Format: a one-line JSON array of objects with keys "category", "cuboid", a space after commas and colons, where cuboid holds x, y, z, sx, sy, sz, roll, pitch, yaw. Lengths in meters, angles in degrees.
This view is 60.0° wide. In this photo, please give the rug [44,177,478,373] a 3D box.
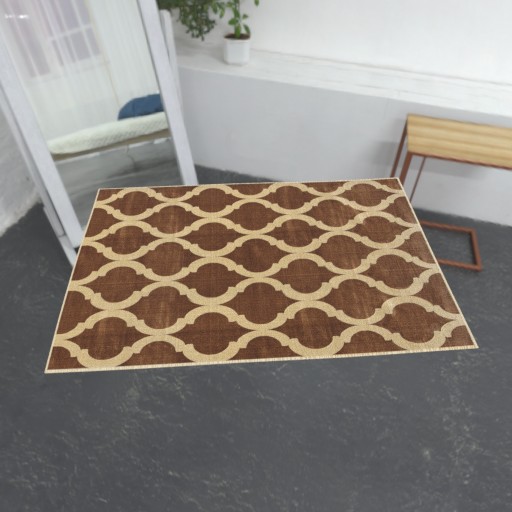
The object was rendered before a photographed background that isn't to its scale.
[{"category": "rug", "cuboid": [0.000, 0.000, 2.832, 2.284, 0.008, 1.522, -3, 47, -3]}]
